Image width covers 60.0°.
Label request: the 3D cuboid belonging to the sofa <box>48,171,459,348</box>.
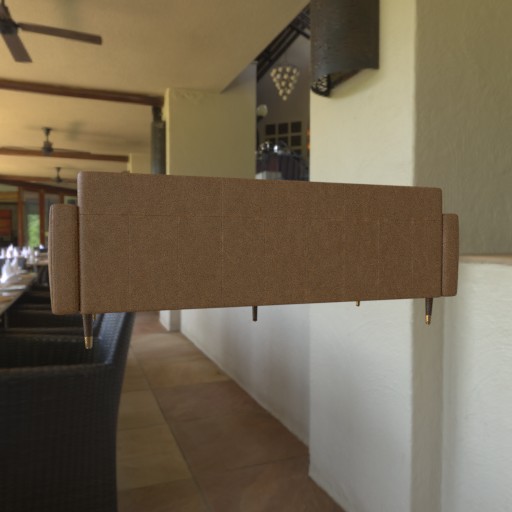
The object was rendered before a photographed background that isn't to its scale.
[{"bbox_3d":[0.000,0.000,2.750,2.291,0.821,0.990,-1,2,-18],"label":"sofa"}]
